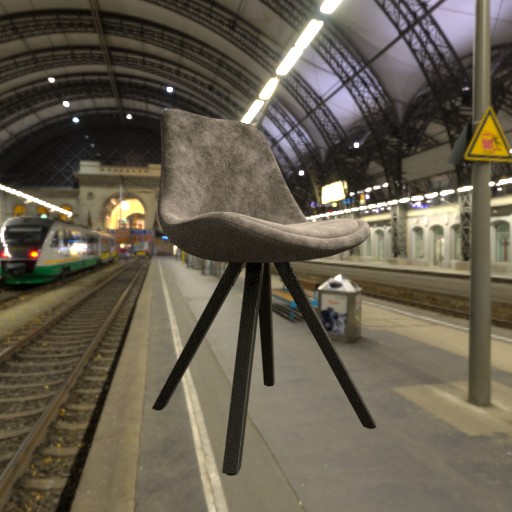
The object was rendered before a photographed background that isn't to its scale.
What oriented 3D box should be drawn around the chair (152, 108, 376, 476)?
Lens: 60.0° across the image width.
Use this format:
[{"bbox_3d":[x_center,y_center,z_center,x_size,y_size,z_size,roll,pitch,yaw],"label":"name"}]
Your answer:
[{"bbox_3d":[0.000,0.000,1.159,0.485,0.850,0.550,-1,1,-34],"label":"chair"}]
